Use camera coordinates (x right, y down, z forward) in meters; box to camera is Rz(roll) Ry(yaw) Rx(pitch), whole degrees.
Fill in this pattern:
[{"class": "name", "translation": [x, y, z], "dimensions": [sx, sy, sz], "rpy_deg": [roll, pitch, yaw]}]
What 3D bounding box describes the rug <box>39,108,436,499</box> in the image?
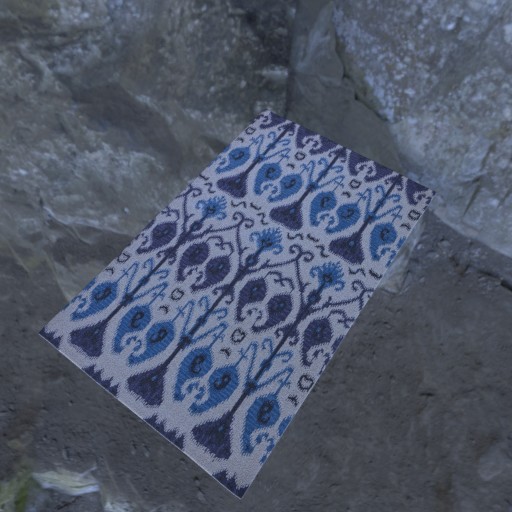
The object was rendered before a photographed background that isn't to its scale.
[{"class": "rug", "translation": [0.000, 0.000, 2.075], "dimensions": [1.072, 0.013, 1.698], "rpy_deg": [31, 64, 17]}]
